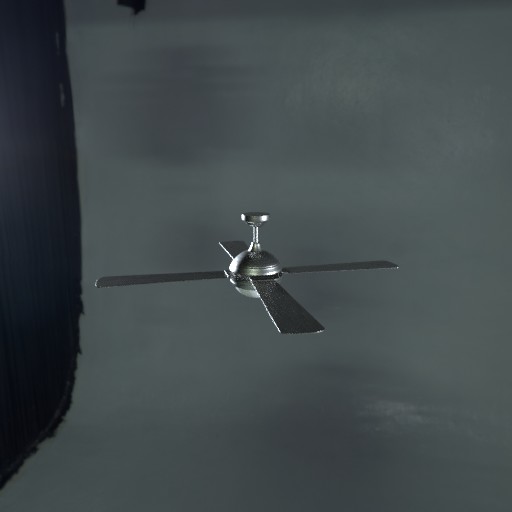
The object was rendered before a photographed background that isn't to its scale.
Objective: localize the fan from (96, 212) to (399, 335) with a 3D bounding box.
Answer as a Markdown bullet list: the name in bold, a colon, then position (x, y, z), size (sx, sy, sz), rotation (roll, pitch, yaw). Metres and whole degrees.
- **fan**: position (0.000, 0.000, 2.001), size (1.321, 0.381, 1.321), rotation (2, 14, 8)
